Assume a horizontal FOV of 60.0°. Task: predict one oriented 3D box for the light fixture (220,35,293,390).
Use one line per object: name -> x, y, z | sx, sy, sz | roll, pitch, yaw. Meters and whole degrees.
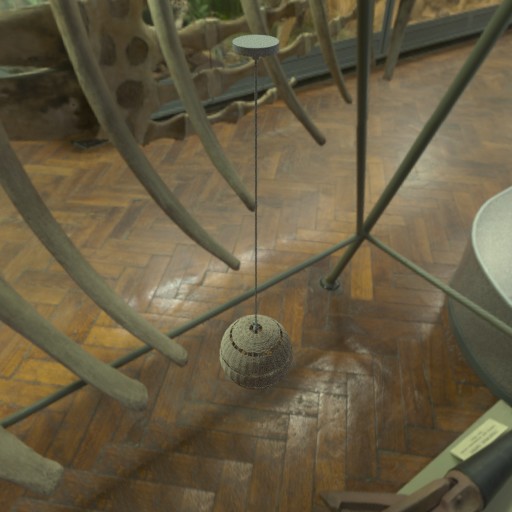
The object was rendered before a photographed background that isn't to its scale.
light fixture -> 0.000, 0.000, 2.238 | 0.457, 2.019, 0.457 | -25, 46, -26
